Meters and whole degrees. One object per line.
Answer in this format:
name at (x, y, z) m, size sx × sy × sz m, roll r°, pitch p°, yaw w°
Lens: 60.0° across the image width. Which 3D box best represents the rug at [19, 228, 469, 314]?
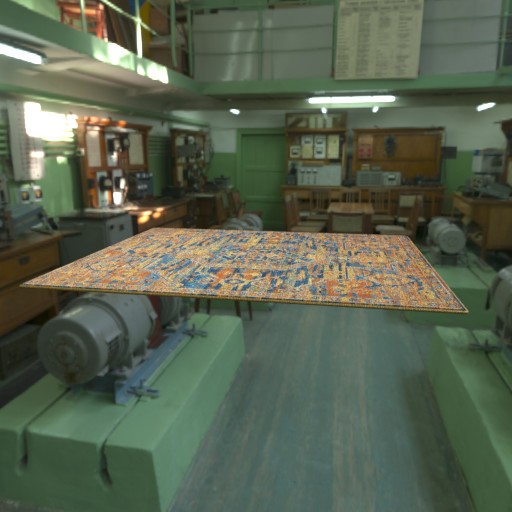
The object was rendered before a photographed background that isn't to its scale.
rug at (0.000, 0.000, 4.090) m, size 3.040 × 0.031 × 2.435 m, roll 2°, pitch 14°, yaw 10°
